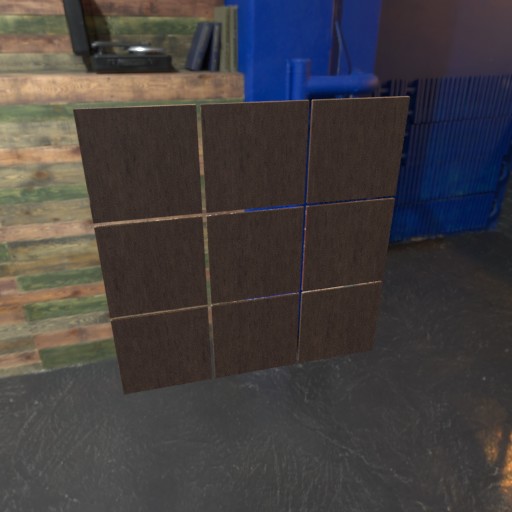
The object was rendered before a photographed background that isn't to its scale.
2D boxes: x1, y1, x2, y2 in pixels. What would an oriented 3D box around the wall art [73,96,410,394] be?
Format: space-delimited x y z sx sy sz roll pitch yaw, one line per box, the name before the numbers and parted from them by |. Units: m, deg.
wall art | 0.000 0.000 1.834 1.215 1.213 0.013 -7 27 -13
